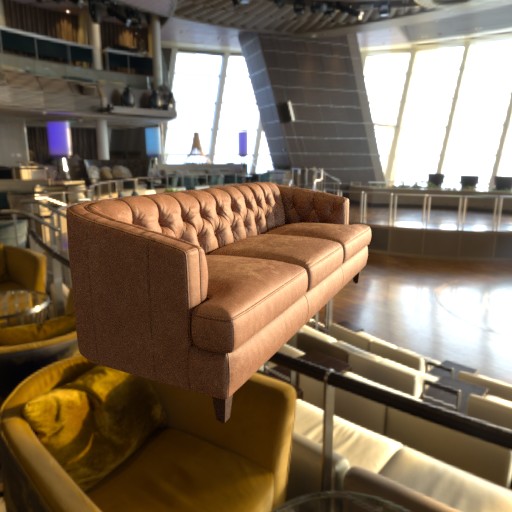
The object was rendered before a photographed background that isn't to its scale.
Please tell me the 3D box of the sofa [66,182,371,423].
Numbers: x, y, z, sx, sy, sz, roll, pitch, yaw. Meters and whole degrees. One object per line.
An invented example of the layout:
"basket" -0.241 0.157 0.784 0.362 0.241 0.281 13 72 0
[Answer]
"sofa" 0.000 0.000 2.660 0.922 0.791 2.257 6 14 25
